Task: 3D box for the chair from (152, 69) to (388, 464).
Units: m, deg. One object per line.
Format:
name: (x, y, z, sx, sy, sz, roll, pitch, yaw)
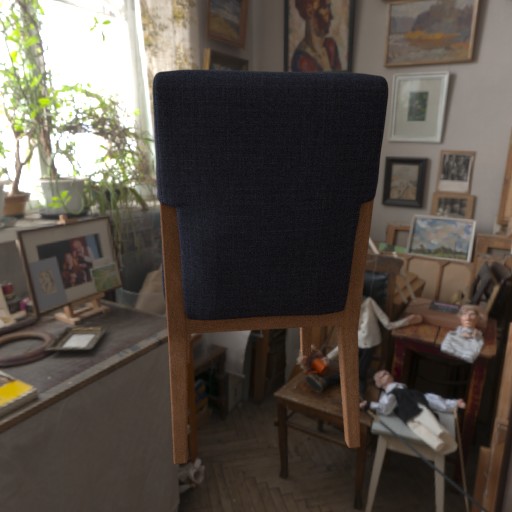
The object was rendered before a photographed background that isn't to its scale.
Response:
chair: (0.000, 0.000, 1.262, 0.507, 0.911, 0.586, -2, 15, -7)
